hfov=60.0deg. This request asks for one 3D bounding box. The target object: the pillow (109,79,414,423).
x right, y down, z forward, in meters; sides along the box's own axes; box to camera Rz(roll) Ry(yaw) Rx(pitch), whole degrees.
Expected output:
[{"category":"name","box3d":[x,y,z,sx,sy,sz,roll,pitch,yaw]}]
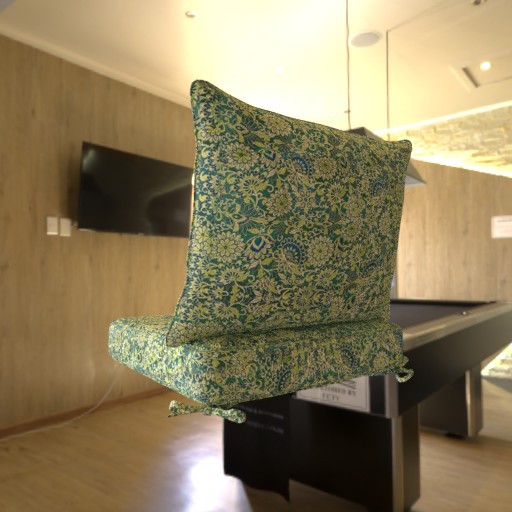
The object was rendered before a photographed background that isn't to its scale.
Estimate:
[{"category":"pillow","box3d":[0.000,0.000,1.362,0.798,0.722,0.740,1,-2,-36]}]
